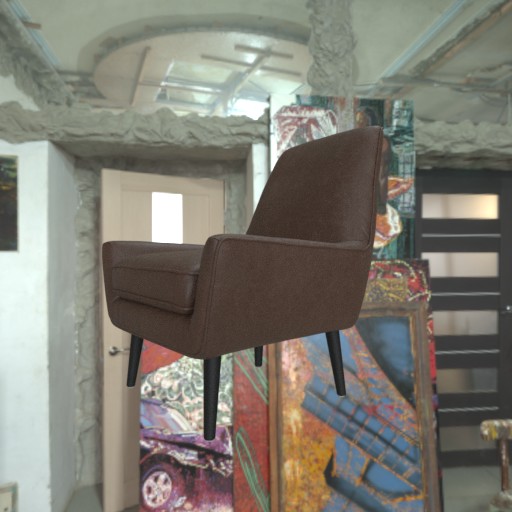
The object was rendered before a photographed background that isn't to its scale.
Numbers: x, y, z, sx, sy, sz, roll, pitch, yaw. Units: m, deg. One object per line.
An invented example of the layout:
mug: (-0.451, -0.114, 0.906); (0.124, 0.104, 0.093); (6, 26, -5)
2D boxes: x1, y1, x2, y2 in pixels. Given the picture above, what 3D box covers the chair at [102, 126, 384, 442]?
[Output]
chair: (0.000, 0.000, 1.476); (0.824, 0.888, 0.787); (0, 1, -36)
